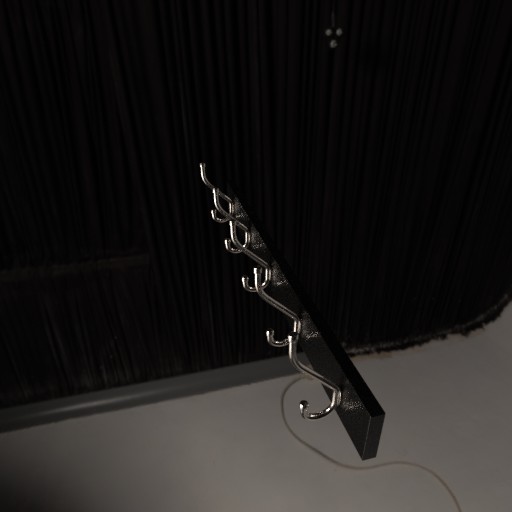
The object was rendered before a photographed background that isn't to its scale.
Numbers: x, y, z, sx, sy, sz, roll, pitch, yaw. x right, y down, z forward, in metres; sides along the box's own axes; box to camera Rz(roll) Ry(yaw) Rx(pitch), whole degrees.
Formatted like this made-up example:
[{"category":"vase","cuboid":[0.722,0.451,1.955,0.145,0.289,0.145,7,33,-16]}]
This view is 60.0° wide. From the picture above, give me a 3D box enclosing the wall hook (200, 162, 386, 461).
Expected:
[{"category":"wall hook","cuboid":[0.000,0.000,0.606,0.071,0.117,0.571,-8,31,-13]}]
